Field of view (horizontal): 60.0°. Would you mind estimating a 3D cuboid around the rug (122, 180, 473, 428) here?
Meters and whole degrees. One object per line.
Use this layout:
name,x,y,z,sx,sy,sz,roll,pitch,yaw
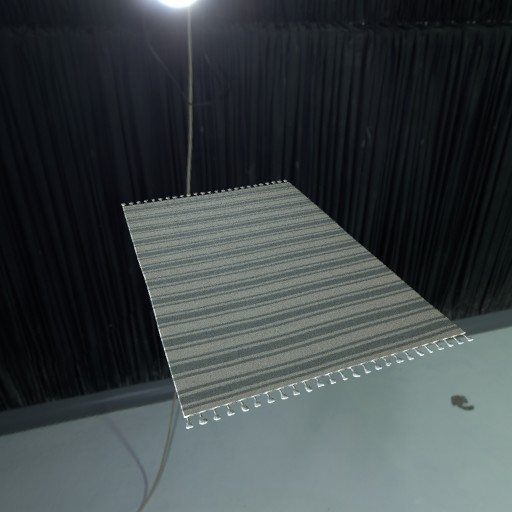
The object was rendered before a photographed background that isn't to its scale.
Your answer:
rug,0.000,0.000,3.051,1.539,0.011,2.410,-11,33,-18
